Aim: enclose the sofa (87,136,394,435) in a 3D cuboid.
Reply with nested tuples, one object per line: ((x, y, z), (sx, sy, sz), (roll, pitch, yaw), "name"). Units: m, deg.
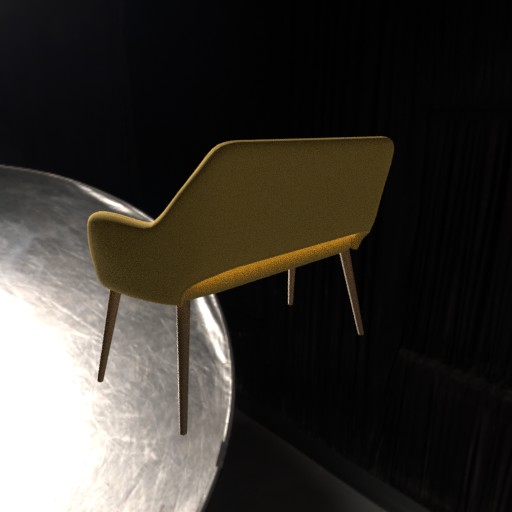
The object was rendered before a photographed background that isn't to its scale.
((0.000, 0.000, 1.617), (1.150, 0.840, 0.610), (-15, 22, -42), "sofa")
